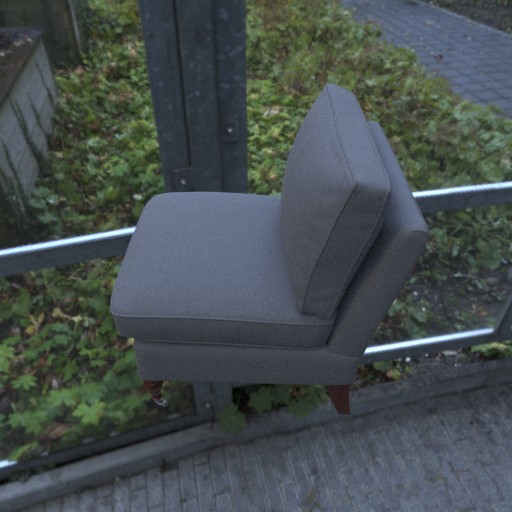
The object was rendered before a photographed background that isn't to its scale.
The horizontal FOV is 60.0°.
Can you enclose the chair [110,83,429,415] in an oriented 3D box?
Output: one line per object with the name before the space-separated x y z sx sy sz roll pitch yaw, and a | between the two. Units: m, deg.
chair | 0.000 0.000 1.647 0.924 1.045 0.724 1 40 1
